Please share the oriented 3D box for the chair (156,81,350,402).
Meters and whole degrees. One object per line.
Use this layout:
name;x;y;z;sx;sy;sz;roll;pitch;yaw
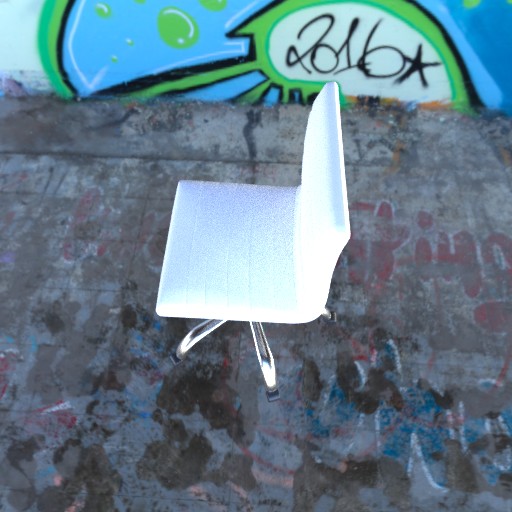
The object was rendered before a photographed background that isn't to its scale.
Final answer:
chair;0.000;0.000;1.141;0.530;0.780;0.556;2;58;1
